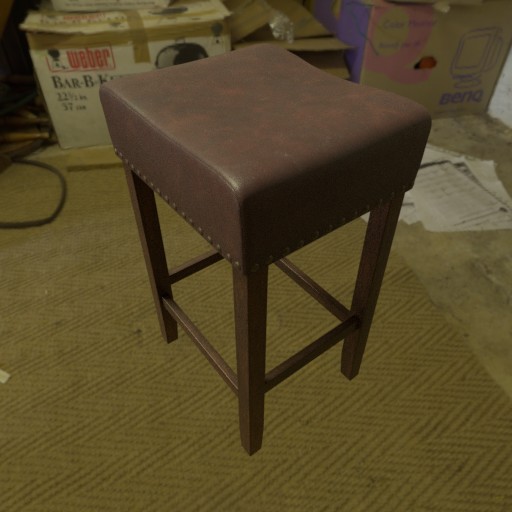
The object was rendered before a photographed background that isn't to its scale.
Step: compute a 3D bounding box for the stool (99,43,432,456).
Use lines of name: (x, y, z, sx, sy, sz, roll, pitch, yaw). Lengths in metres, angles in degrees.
stool: (0.000, 0.000, 1.022, 0.401, 0.769, 0.465, -27, 49, -27)
